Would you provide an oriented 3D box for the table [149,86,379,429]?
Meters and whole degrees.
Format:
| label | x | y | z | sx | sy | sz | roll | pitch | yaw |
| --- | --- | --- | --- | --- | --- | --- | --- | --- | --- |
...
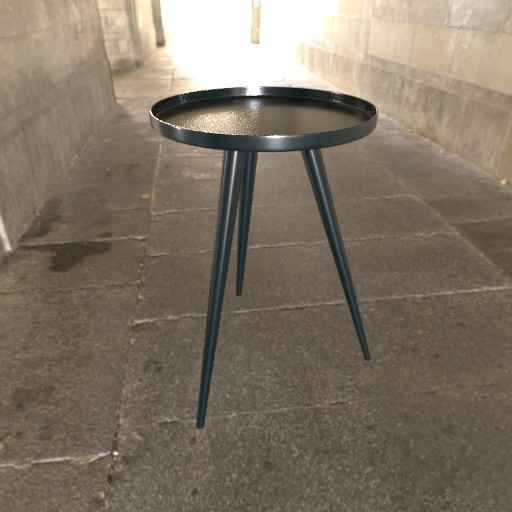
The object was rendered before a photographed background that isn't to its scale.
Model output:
| label | x | y | z | sx | sy | sz | roll | pitch | yaw |
| --- | --- | --- | --- | --- | --- | --- | --- | --- | --- |
| table | 0.000 | 0.000 | 0.849 | 0.403 | 0.548 | 0.415 | 21 | 36 | 32 |
